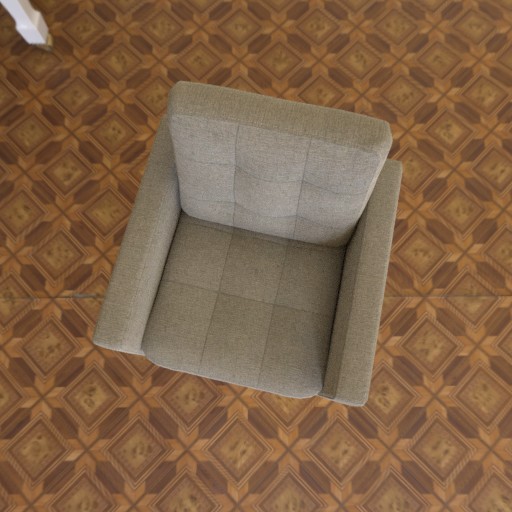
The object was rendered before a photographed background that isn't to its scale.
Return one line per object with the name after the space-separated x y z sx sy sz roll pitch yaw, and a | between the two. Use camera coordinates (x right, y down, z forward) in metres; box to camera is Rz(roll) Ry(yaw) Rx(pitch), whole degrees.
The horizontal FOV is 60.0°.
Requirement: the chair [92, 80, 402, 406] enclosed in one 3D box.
0.000 0.000 1.489 0.821 0.880 0.843 12 75 3 | chair
